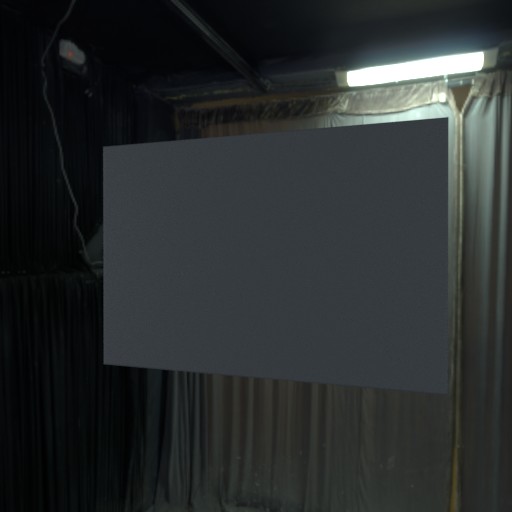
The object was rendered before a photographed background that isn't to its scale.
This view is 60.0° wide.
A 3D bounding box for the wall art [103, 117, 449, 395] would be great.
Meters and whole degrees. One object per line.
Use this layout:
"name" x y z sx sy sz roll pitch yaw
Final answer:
"wall art" 0.000 0.000 1.209 0.964 0.659 0.049 0 0 19
